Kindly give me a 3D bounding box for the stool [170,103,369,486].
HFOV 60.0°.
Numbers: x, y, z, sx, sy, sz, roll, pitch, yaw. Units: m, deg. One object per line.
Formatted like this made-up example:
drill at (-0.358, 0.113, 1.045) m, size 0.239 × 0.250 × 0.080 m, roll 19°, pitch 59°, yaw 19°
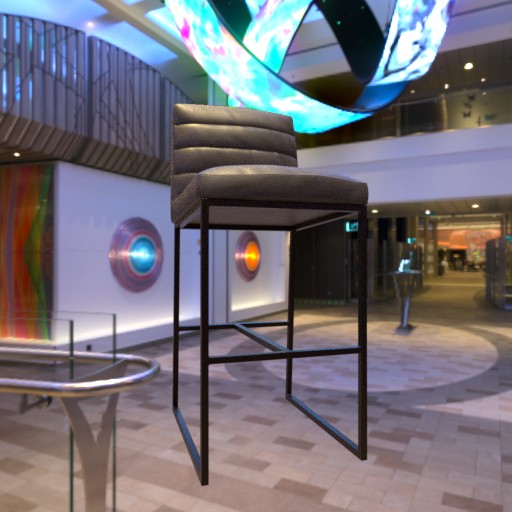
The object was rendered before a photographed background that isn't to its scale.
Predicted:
stool at (0.000, 0.000, 1.347) m, size 0.463 × 1.065 × 0.562 m, roll 0°, pitch 0°, yaw -18°
